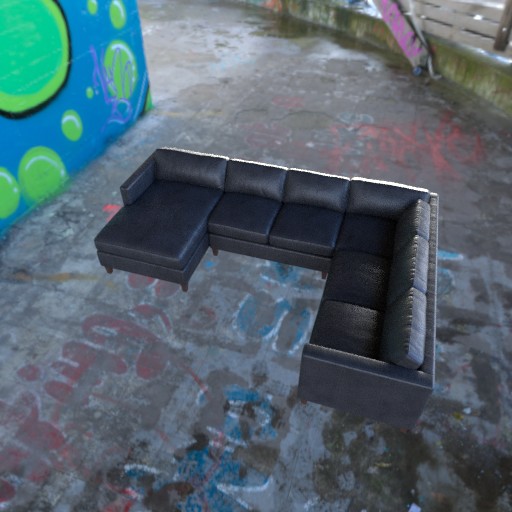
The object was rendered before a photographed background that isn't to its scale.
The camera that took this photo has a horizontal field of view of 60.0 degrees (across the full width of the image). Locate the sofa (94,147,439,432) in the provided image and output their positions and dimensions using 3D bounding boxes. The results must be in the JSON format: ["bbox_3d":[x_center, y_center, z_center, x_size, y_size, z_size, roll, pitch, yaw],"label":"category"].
[{"bbox_3d":[0.000,0.000,4.437,3.324,0.891,2.452,12,44,13],"label":"sofa"}]
